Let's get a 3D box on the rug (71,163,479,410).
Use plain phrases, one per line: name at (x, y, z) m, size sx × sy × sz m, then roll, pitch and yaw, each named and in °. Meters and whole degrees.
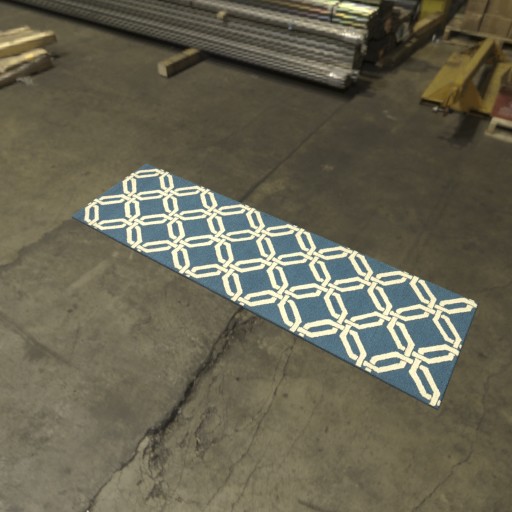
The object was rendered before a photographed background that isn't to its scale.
rug at (0.000, 0.000, 2.496) m, size 2.276 × 0.014 × 0.678 m, roll 25°, pitch 51°, yaw 22°
